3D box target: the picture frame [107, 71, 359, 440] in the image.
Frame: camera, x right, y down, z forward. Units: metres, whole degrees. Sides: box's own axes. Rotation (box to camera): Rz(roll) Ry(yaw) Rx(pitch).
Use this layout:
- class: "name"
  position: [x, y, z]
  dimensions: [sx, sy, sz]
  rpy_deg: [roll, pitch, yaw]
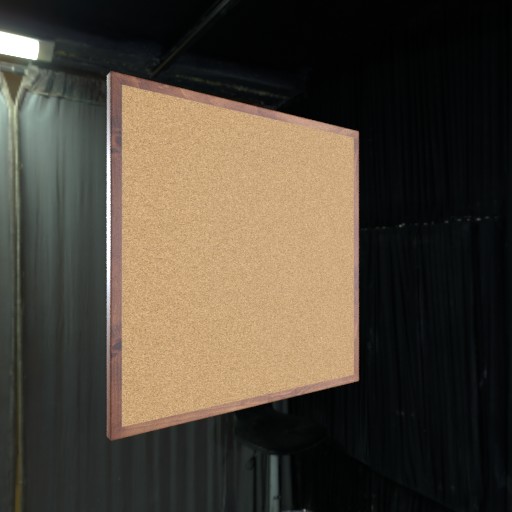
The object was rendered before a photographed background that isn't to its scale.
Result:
- class: "picture frame"
  position: [0.000, 0.000, 1.225]
  dimensions: [0.810, 0.817, 0.029]
  rpy_deg: [0, 0, -36]
